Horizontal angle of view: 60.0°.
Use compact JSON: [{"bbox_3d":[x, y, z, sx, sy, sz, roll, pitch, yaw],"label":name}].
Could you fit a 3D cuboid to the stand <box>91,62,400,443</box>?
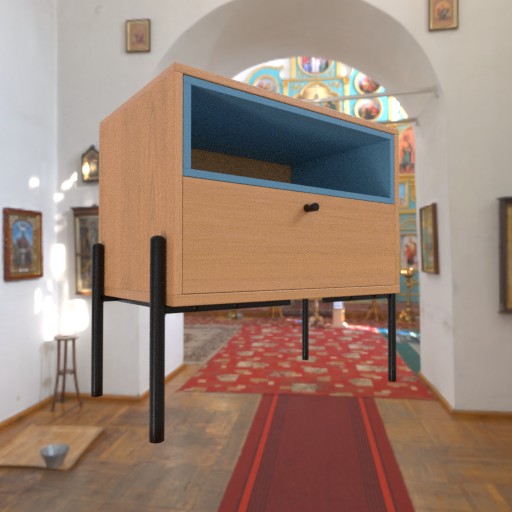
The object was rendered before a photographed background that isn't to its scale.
[{"bbox_3d":[0.000,0.000,1.005,0.630,0.600,0.400,1,-2,-37],"label":"stand"}]
